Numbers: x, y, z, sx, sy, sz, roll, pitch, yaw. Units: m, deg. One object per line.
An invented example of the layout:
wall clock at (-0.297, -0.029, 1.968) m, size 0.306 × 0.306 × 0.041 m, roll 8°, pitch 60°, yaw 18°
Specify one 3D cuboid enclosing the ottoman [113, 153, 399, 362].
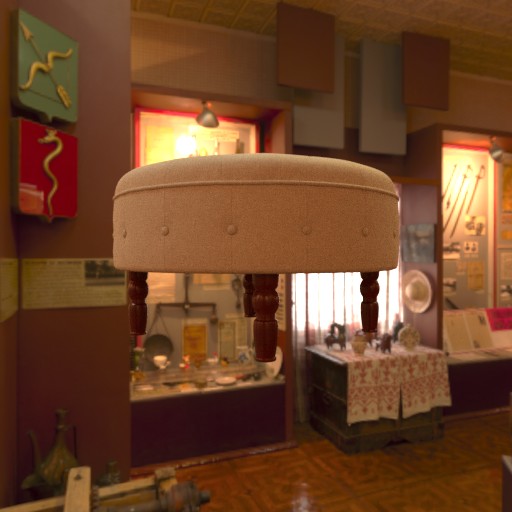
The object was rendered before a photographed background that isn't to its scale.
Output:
ottoman at (0.000, 0.000, 1.380) m, size 0.849 × 0.478 × 0.849 m, roll 0°, pitch 0°, yaw 0°
